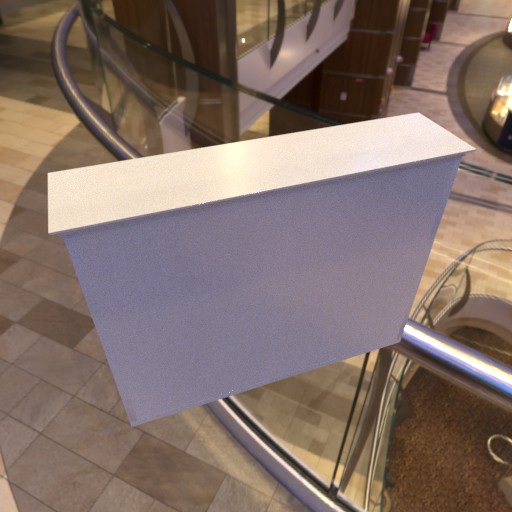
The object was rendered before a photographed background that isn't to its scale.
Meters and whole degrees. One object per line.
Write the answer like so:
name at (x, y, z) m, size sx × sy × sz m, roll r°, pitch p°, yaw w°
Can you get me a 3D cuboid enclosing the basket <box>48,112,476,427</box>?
basket at (0.000, 0.000, 1.077) m, size 0.780 × 0.600 × 0.350 m, roll -13°, pitch 42°, yaw -15°
